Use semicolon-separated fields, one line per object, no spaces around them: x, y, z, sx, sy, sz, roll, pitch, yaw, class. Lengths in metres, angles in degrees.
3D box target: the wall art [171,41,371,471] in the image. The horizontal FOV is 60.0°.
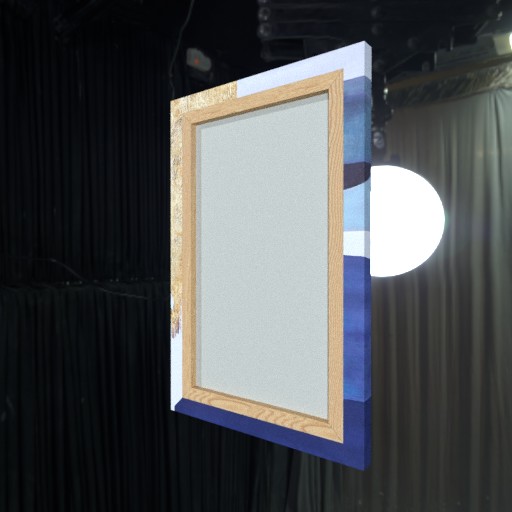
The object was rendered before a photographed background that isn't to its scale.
0.000;0.000;1.139;0.607;0.911;0.039;0;0;37;wall art
